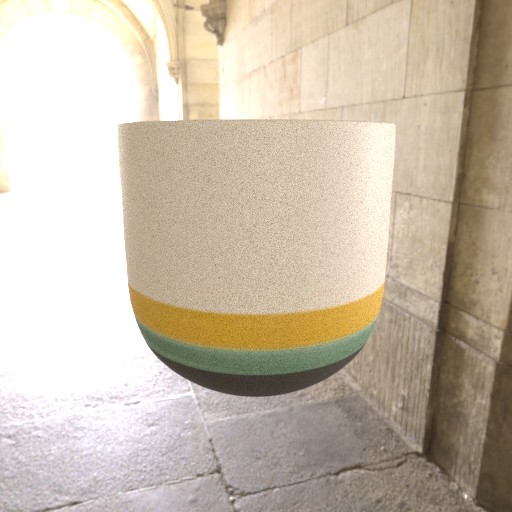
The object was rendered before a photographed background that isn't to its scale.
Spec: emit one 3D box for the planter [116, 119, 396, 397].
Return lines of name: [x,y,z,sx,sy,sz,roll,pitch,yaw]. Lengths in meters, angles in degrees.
planter: [0.000,0.000,0.475,0.268,0.270,0.268,0,15,0]
